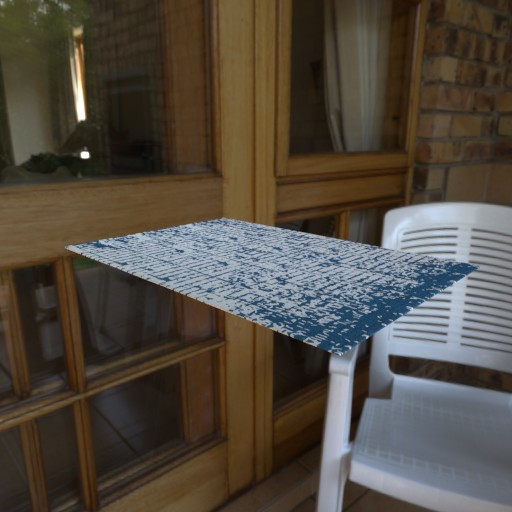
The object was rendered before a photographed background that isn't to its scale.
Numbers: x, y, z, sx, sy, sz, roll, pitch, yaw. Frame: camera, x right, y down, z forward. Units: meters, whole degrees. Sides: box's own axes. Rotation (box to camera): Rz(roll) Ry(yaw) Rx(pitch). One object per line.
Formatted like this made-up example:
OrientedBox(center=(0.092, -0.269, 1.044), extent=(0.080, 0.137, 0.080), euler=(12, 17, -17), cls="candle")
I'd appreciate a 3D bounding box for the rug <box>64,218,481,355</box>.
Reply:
OrientedBox(center=(0.000, 0.000, 2.312), extent=(1.828, 0.007, 1.220), euler=(14, 21, 42), cls="rug")
